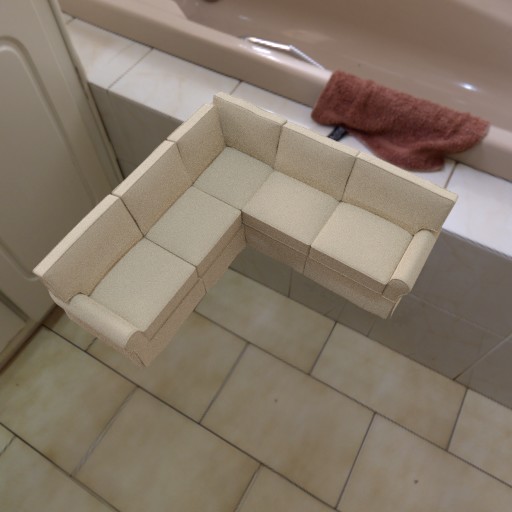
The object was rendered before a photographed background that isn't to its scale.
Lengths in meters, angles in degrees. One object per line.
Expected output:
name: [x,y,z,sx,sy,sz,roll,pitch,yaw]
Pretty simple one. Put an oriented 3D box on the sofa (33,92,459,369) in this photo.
sofa: [0.000,0.000,3.962,2.597,1.070,2.591,28,62,16]
